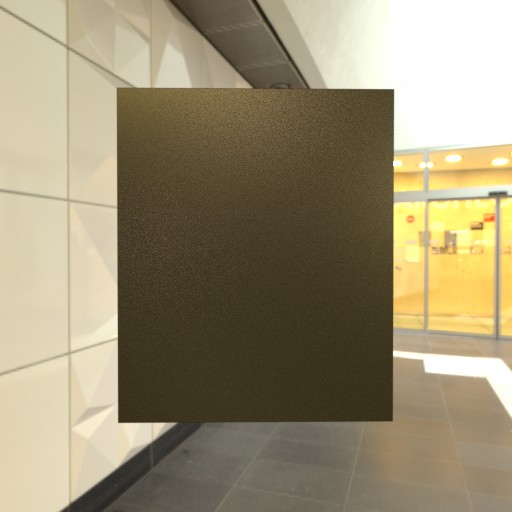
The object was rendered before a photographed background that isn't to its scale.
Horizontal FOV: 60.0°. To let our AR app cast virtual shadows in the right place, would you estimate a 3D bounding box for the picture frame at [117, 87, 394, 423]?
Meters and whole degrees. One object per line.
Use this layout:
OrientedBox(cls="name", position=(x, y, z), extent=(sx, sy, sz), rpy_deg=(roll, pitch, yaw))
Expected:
OrientedBox(cls="picture frame", position=(0.000, 0.000, 0.752), extent=(0.460, 0.556, 0.028), rpy_deg=(0, 1, -1))
